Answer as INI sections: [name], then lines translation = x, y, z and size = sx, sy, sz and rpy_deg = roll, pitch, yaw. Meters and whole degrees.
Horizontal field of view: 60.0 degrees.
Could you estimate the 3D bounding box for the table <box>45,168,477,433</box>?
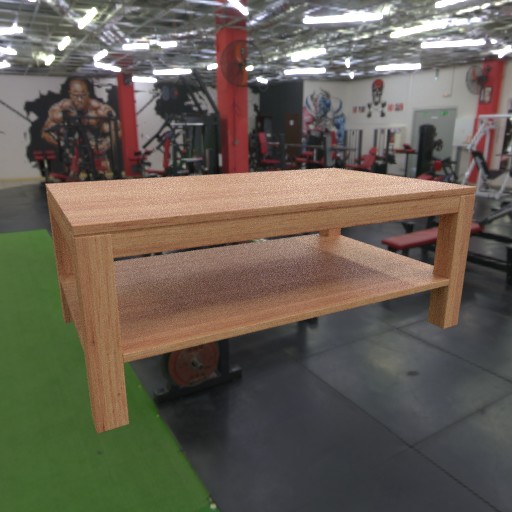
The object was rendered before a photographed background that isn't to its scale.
[table]
translation = 0.000, 0.000, 1.439
size = 1.146, 0.457, 0.695
rpy_deg = -9, 19, -27
